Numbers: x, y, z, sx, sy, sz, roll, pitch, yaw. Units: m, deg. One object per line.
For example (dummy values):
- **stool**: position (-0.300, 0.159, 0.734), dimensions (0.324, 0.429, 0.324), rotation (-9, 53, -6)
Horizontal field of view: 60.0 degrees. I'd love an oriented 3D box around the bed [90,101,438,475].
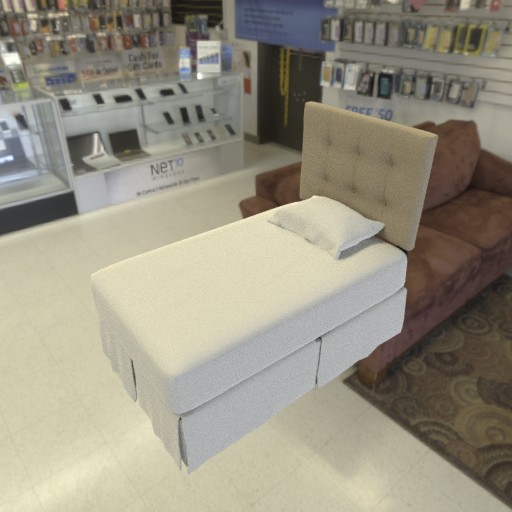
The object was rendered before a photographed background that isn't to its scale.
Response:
- **bed**: position (0.000, 0.000, 2.997), dimensions (1.997, 1.571, 1.261), rotation (-22, 38, -31)
